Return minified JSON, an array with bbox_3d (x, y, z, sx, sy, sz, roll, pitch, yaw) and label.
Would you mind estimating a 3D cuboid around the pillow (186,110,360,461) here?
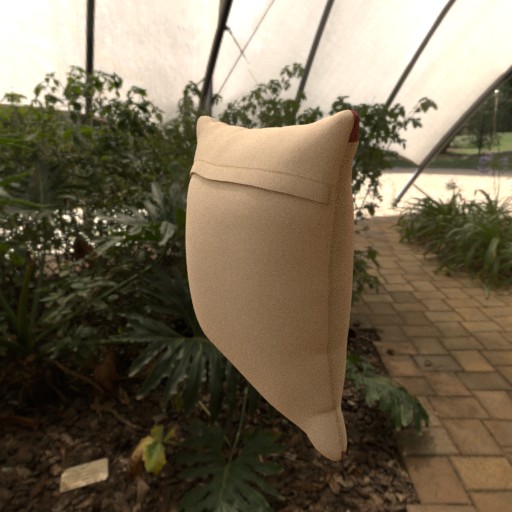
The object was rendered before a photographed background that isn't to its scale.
[{"bbox_3d":[0.000,0.000,0.813,0.229,0.506,0.536,-8,17,-27],"label":"pillow"}]
